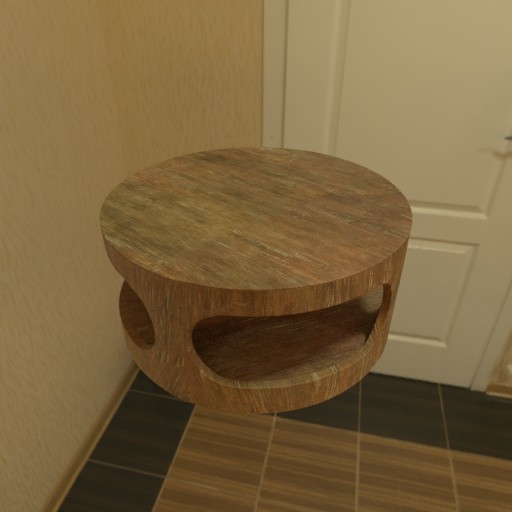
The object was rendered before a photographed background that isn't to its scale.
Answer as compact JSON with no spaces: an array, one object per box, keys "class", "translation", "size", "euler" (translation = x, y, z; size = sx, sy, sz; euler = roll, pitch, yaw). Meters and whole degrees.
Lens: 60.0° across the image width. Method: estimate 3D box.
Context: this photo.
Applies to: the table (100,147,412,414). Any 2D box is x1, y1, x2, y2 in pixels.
[{"class":"table","translation":[0.000,0.000,1.561],"size":[0.974,0.450,0.974],"euler":[0,33,0]}]
